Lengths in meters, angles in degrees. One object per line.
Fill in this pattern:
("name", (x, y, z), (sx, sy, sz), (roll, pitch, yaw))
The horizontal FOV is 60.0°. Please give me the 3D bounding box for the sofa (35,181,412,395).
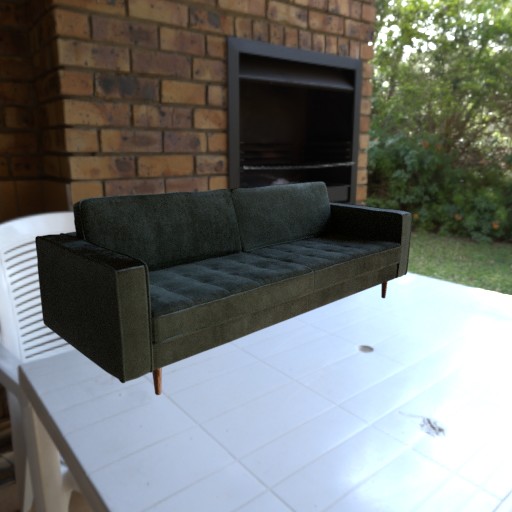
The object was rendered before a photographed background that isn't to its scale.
("sofa", (0.000, 0.000, 2.631), (2.214, 0.781, 0.886), (-13, 18, -42))
